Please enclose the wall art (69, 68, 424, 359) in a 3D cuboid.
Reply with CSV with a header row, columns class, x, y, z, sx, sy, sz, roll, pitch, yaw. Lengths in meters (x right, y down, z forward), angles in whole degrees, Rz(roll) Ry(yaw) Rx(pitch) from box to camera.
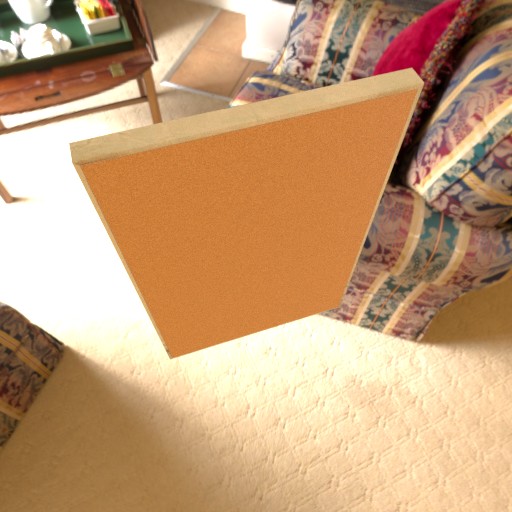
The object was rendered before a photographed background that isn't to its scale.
class,x,y,z,sx,sy,sz,roll,pitch,yaw
wall art,0.000,0.000,0.942,0.508,0.764,0.038,-16,59,-9
